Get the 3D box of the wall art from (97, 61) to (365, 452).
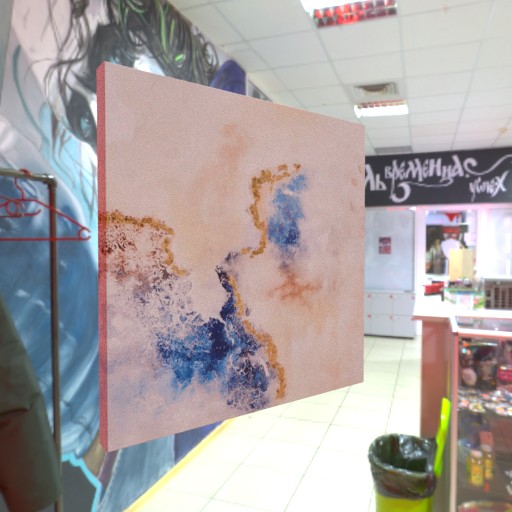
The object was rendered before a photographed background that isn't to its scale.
[{"bbox_3d":[0.000,0.000,1.540,1.061,1.061,0.071,-1,2,-36],"label":"wall art"}]
